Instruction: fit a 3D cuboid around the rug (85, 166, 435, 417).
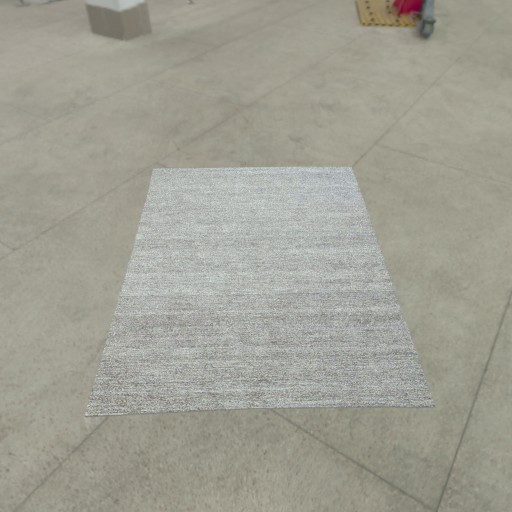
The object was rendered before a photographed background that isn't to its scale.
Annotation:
[{"bbox_3d":[0.000,0.000,4.232,2.434,0.045,3.202,-1,43,-1],"label":"rug"}]
